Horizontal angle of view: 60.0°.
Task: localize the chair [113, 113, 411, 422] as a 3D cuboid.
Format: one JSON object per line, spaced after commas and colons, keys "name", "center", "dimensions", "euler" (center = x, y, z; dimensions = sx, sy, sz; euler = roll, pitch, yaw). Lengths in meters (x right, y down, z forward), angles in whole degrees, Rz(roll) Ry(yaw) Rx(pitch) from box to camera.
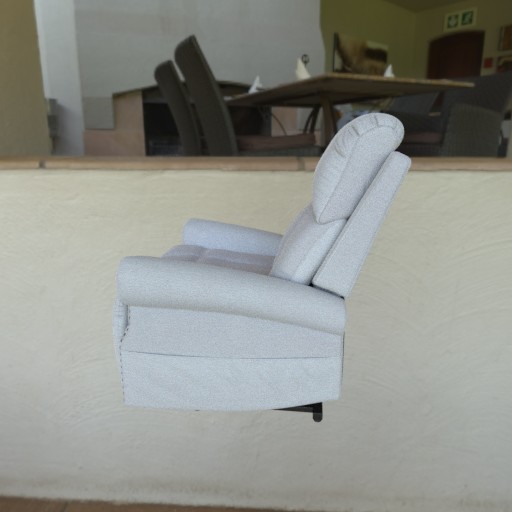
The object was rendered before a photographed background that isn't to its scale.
{"name": "chair", "center": [0.000, 0.000, 1.726], "dimensions": [0.979, 1.031, 0.871], "euler": [2, 14, 7]}
